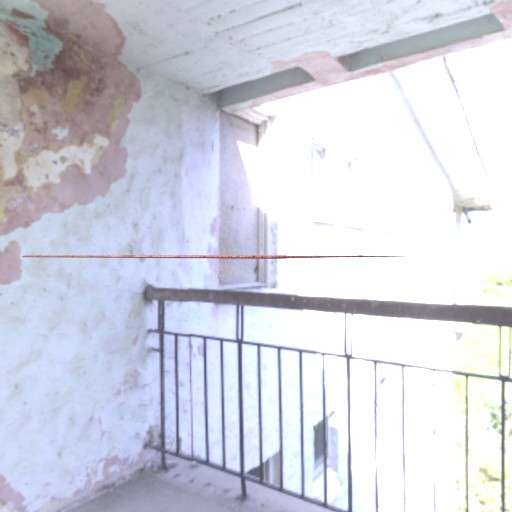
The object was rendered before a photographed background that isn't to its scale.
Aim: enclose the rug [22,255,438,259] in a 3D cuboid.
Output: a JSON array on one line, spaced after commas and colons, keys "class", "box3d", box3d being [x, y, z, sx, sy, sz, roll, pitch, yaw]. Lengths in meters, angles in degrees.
[{"class": "rug", "box3d": [0.000, 0.000, 4.071, 2.441, 0.016, 3.050, 0, 0, 36]}]
